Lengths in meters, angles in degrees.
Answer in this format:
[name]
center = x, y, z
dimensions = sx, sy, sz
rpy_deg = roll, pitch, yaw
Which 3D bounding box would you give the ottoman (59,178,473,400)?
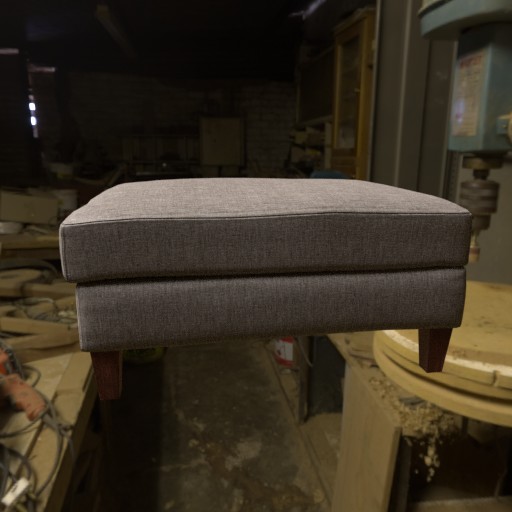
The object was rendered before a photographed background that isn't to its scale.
[ottoman]
center = 0.000, 0.000, 1.445
dimensions = 0.994, 0.492, 0.839
rpy_deg = -2, 15, -9
